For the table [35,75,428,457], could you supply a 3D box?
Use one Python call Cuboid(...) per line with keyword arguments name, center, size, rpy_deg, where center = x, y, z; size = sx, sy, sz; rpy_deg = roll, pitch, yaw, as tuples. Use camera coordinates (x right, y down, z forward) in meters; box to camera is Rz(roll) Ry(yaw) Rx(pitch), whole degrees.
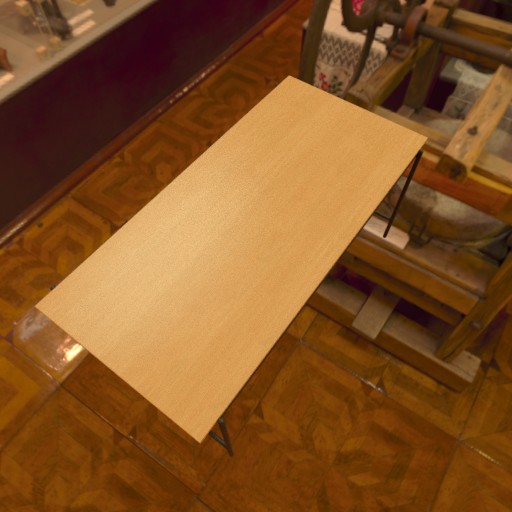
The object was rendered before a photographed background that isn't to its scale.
Cuboid(name="table", center=(0.000, 0.000, 2.326), size=(0.900, 0.758, 1.800), rpy_deg=(32, 63, 18))
